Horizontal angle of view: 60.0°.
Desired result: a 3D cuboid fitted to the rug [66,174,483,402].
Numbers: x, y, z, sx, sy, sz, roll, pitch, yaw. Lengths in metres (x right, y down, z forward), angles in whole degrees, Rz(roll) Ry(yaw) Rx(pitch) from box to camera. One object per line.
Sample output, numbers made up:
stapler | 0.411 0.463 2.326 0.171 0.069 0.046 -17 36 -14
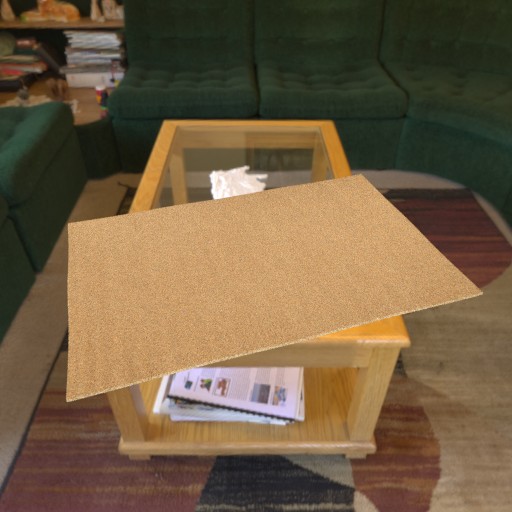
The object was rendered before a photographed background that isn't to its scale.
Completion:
rug | 0.000 0.000 2.906 2.346 0.025 1.500 -12 41 -14
